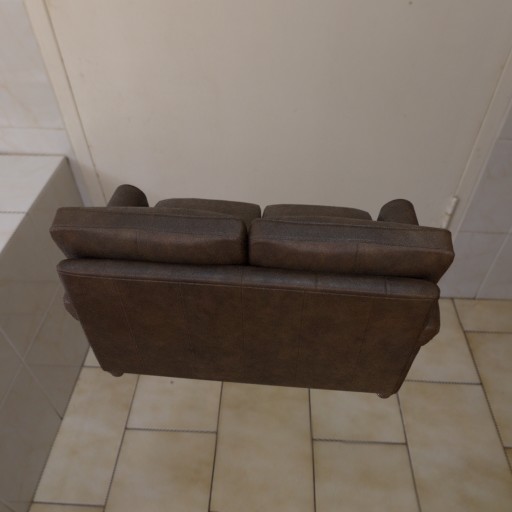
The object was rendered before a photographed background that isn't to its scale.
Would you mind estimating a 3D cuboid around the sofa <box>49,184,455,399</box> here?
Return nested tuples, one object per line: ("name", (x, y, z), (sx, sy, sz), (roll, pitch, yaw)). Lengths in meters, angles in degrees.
("sofa", (0.000, 0.000, 2.195), (1.616, 0.976, 0.990), (4, 45, 4))
